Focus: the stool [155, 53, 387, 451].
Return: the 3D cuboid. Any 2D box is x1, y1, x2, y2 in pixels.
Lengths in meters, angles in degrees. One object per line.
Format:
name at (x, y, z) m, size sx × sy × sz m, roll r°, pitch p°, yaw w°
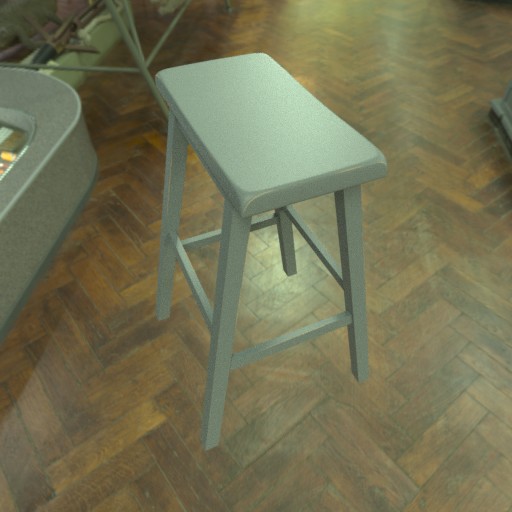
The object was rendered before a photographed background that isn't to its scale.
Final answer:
stool at (0.000, 0.000, 1.030) m, size 0.476 × 0.737 × 0.457 m, roll -18°, pitch 48°, yaw -17°
